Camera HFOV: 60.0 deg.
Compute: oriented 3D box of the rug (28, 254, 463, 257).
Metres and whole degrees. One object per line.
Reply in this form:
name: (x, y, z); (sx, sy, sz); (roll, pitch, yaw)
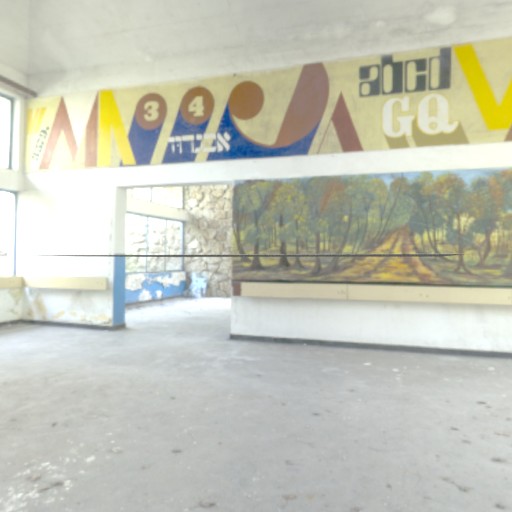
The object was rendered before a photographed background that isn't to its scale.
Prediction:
rug: (0.000, 0.000, 3.042); (2.439, 0.005, 1.524); (0, 0, 19)
